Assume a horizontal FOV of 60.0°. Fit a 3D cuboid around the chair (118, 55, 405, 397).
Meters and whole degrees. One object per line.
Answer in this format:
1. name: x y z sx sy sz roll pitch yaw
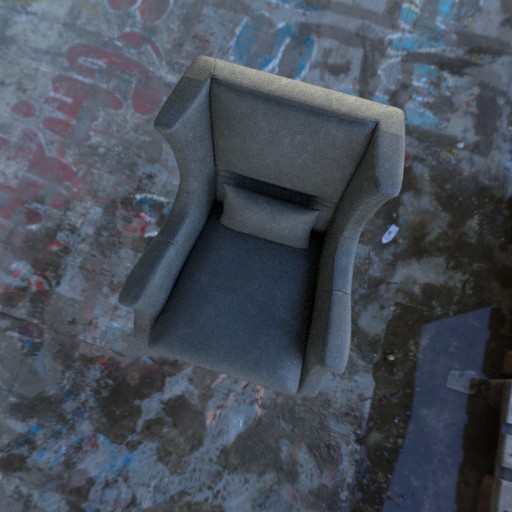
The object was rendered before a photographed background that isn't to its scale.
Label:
1. chair: 0.000 0.000 1.730 0.853 1.016 0.926 17 76 4
